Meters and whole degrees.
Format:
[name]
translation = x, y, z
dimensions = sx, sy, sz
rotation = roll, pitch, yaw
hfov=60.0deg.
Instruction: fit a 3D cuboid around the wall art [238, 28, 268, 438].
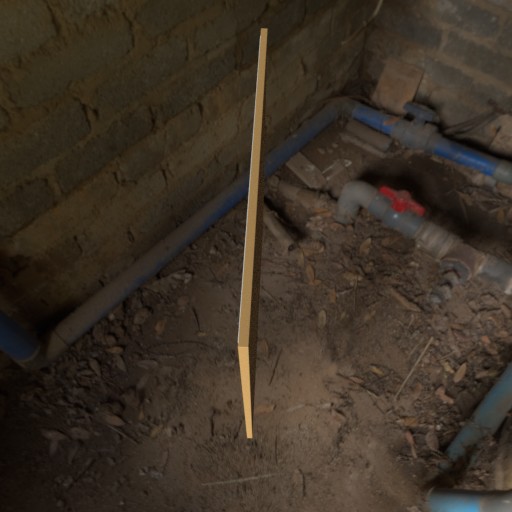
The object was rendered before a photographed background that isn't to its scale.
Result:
[wall art]
translation = 0.000, 0.000, 0.987
dimensions = 0.014, 0.655, 0.657
rotation = 2, 59, 1
